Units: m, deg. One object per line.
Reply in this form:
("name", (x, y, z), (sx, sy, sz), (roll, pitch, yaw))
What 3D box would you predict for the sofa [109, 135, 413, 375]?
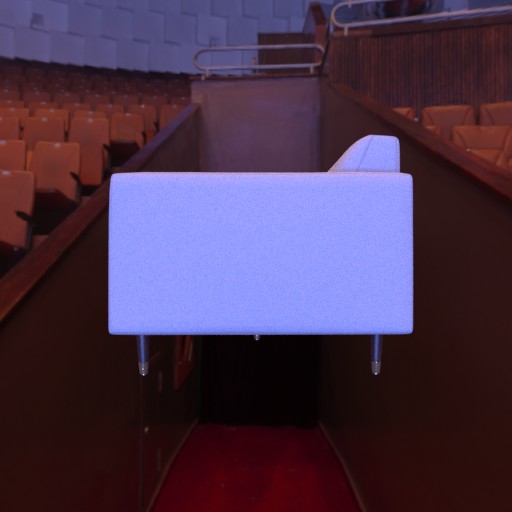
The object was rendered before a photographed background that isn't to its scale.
("sofa", (0.000, 0.000, 2.117), (0.950, 0.801, 1.585), (0, 0, -1))
